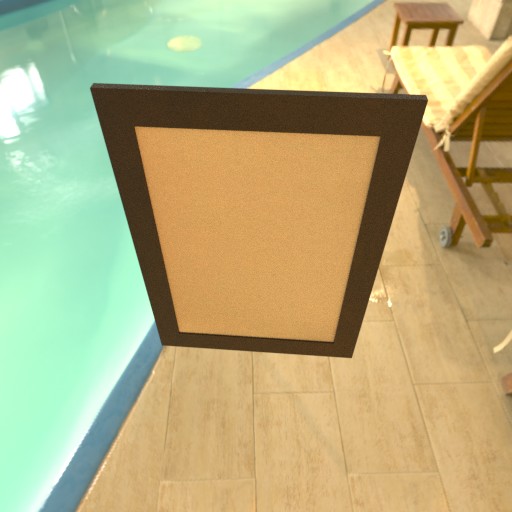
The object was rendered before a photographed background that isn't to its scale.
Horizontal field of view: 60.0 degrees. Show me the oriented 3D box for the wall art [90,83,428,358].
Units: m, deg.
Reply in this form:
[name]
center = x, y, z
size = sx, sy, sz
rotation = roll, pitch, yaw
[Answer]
[wall art]
center = 0.000, 0.000, 0.656
size = 0.359, 0.508, 0.013
rotation = 3, 46, 3
